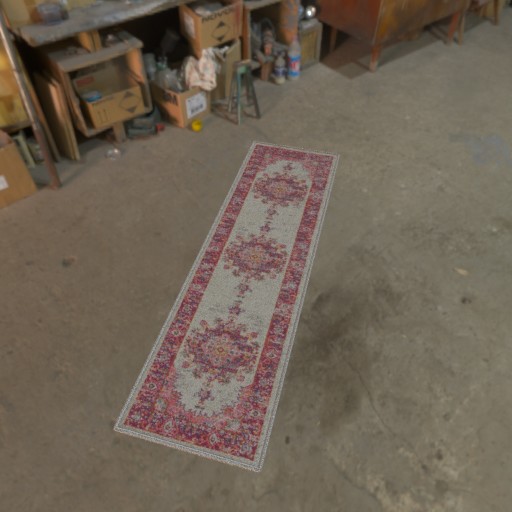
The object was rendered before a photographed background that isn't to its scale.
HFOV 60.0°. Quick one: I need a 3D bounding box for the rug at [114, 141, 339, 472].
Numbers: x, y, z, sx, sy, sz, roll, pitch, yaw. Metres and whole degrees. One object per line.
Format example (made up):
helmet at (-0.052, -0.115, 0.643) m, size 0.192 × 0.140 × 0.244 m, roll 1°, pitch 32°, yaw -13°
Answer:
rug at (0.000, 0.000, 2.608) m, size 0.666 × 0.011 × 2.294 m, roll 11°, pitch 49°, yaw 10°
